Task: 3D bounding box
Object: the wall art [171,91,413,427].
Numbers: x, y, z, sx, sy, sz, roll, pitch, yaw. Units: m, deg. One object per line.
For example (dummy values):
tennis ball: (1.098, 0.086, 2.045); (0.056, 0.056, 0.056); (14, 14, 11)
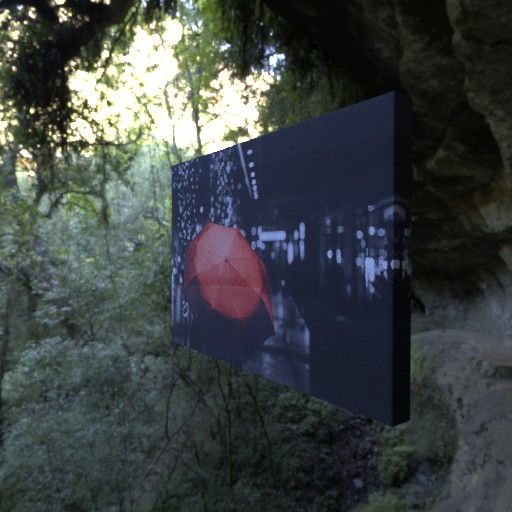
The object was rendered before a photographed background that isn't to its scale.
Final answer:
wall art: (0.000, 0.000, 0.788); (0.037, 0.406, 0.609); (-1, 1, -36)
